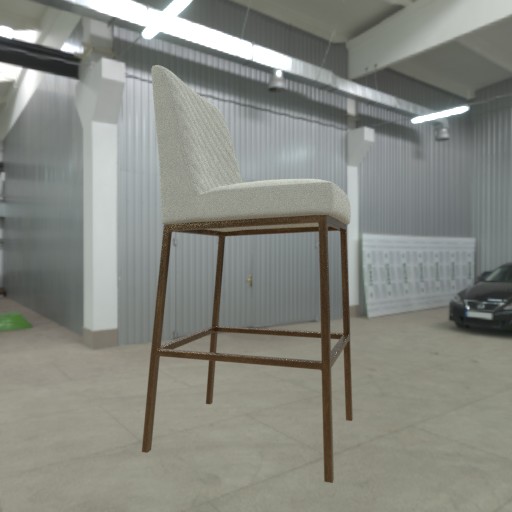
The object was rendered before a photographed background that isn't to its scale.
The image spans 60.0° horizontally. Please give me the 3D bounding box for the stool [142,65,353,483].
[{"bbox_3d":[0.000,0.000,1.349,0.546,1.084,0.462,0,0,18],"label":"stool"}]
